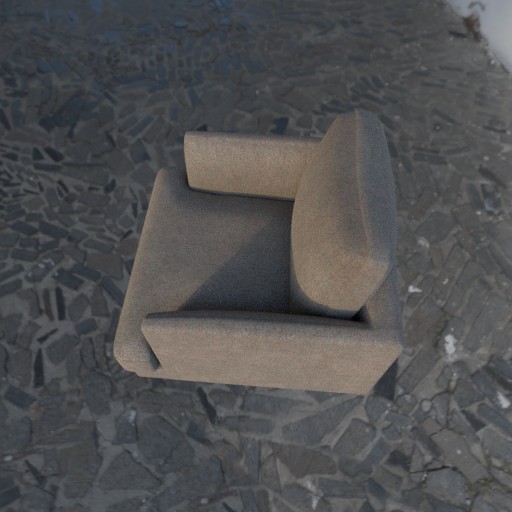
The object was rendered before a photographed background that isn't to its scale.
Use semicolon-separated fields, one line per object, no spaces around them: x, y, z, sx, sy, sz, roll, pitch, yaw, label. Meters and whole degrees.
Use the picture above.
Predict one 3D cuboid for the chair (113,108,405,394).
0.000;0.000;1.642;0.899;0.957;0.858;4;59;2;chair
